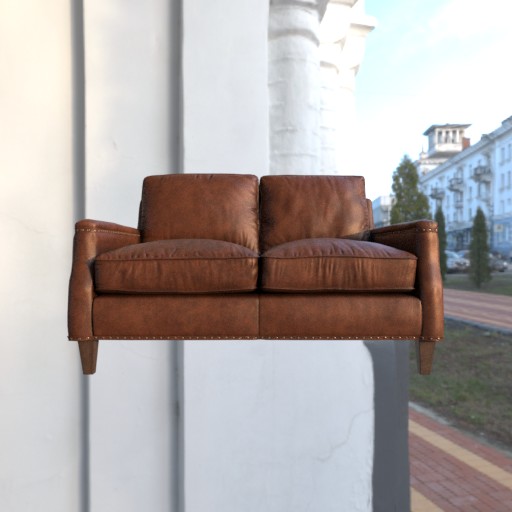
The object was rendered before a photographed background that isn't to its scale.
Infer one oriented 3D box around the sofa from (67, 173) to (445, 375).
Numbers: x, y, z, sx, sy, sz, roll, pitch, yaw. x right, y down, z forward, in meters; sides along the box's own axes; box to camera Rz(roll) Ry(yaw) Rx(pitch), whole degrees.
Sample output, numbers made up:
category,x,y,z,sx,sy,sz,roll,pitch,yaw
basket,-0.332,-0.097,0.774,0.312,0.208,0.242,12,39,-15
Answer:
category,x,y,z,sx,sy,sz,roll,pitch,yaw
sofa,0.000,0.000,2.375,1.628,1.003,1.083,0,1,0
